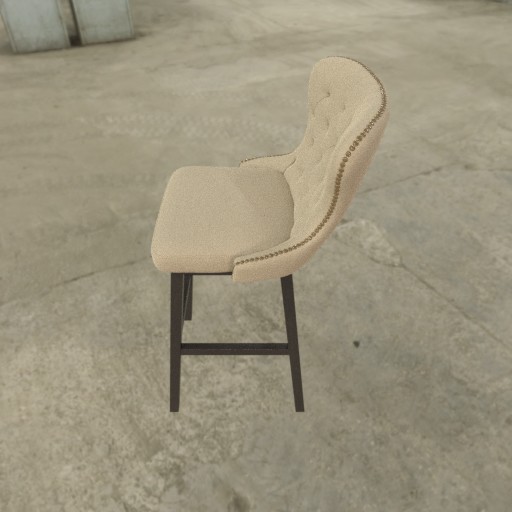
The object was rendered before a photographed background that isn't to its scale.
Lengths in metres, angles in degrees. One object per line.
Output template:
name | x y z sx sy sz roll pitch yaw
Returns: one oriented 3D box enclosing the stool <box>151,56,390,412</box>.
stool | 0.000 0.000 1.369 0.605 1.066 0.528 0 41 0
